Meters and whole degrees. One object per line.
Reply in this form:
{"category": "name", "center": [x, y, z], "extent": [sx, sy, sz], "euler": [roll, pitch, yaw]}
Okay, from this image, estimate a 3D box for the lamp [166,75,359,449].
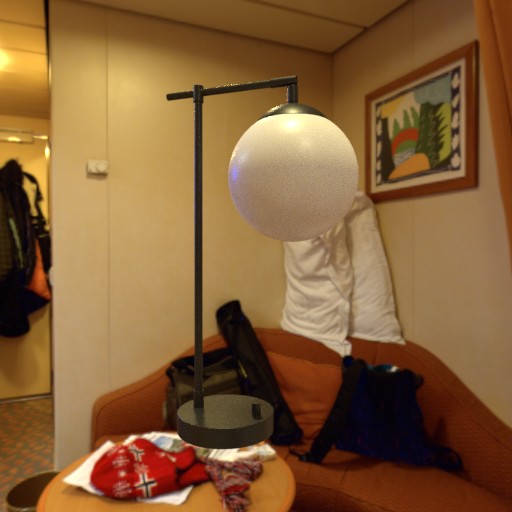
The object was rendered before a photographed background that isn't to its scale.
{"category": "lamp", "center": [0.000, 0.000, 0.699], "extent": [0.316, 0.559, 0.197], "euler": [0, 0, 19]}
